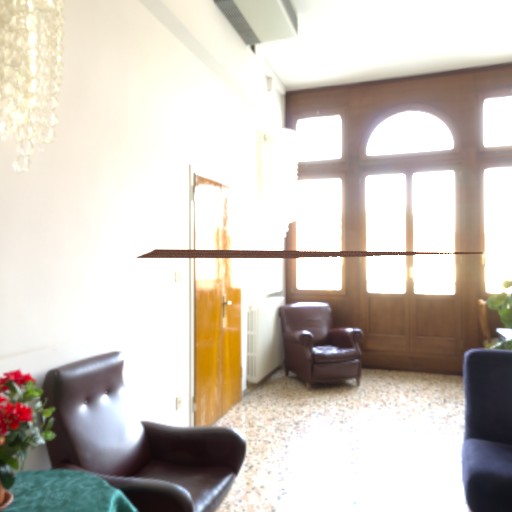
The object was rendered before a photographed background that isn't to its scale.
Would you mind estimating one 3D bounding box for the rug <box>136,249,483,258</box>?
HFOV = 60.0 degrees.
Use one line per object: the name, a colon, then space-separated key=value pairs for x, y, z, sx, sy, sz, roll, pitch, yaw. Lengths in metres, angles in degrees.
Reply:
rug: x=0.000 y=0.000 z=3.041 sx=1.523 sy=0.008 sz=2.438 roll=0 pitch=-1 yaw=-17
